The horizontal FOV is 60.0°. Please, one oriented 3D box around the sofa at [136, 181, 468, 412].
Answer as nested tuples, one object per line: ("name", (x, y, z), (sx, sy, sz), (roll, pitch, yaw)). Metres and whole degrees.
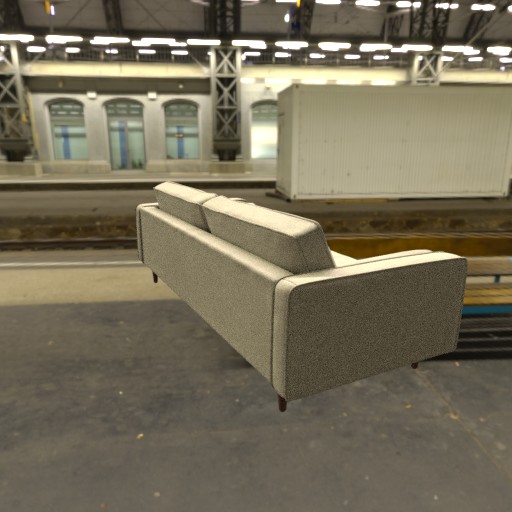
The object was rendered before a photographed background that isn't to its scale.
("sofa", (0.000, 0.000, 2.643), (0.914, 0.762, 2.211), (-8, 17, -27))
